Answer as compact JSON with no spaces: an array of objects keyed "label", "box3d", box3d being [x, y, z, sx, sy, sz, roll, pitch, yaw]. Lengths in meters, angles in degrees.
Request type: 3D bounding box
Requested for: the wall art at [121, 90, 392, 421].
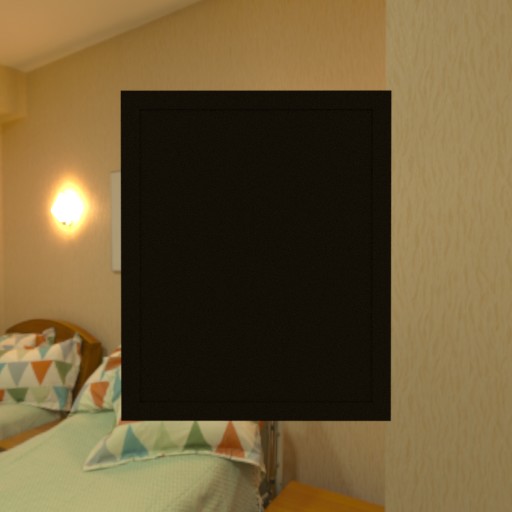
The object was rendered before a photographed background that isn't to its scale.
[{"label":"wall art","box3d":[0.000,0.000,0.765,0.457,0.559,0.033,0,0,0]}]
